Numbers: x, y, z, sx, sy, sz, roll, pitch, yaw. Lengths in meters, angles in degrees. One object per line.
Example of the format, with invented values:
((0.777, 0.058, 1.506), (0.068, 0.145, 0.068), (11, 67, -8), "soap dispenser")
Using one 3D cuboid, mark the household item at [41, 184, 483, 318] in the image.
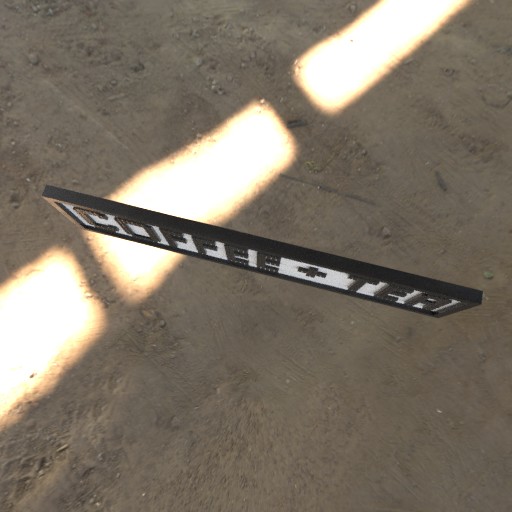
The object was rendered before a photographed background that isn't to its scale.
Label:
((0.000, 0.000, 1.093), (1.001, 0.236, 0.030), (14, 75, 4), "household item")
